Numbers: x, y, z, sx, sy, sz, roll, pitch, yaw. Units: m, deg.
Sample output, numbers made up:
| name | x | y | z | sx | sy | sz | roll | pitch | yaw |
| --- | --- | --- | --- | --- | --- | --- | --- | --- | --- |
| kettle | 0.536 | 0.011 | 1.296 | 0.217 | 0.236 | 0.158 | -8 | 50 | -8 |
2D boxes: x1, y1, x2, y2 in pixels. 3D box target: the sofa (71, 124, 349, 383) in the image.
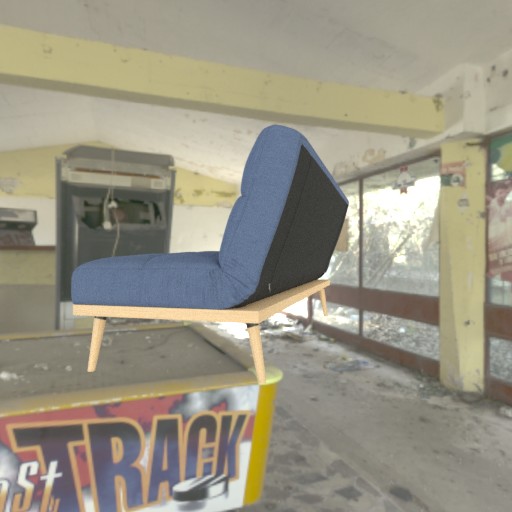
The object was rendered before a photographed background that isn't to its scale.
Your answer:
| name | x | y | z | sx | sy | sz | roll | pitch | yaw |
| --- | --- | --- | --- | --- | --- | --- | --- | --- | --- |
| sofa | 0.000 | 0.000 | 2.240 | 0.796 | 0.800 | 1.800 | 0 | 0 | 16 |
